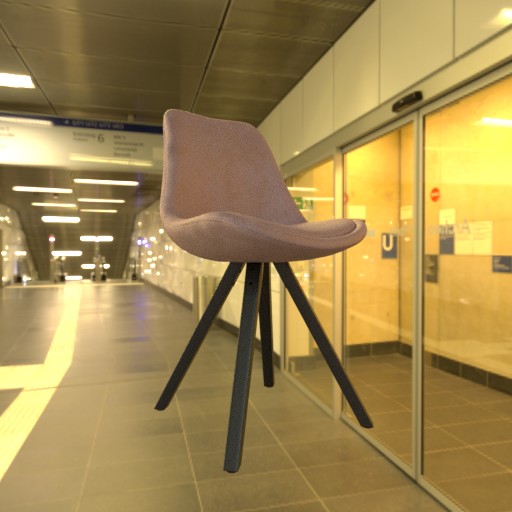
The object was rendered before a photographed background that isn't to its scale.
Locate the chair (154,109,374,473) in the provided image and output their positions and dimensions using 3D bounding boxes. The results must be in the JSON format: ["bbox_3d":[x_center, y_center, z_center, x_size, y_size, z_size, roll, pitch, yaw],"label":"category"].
[{"bbox_3d":[0.000,0.000,1.181,0.483,0.865,0.547,0,1,-34],"label":"chair"}]
